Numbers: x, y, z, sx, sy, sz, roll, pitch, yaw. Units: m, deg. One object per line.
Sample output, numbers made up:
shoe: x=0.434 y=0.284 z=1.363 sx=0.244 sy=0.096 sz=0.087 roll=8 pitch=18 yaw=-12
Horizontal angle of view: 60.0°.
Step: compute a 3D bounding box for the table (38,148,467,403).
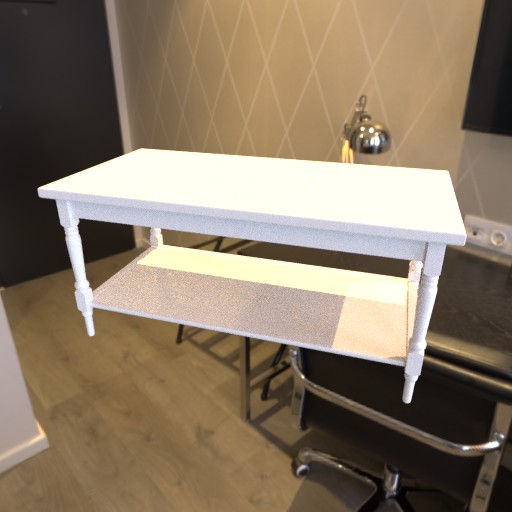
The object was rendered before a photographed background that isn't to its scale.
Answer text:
table: x=0.000 y=0.000 z=1.430 sx=1.107 sy=0.510 sz=0.550 roll=8 pitch=27 yaw=16
